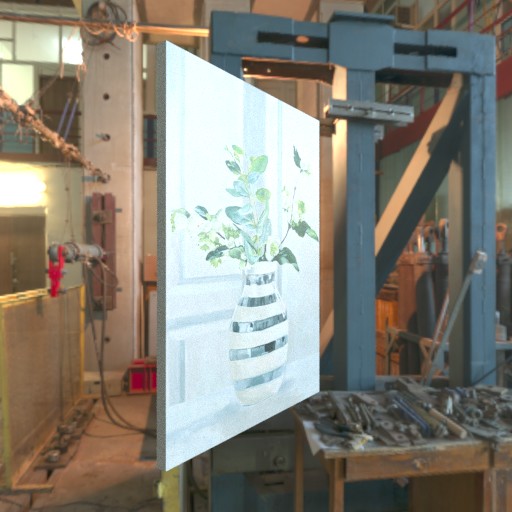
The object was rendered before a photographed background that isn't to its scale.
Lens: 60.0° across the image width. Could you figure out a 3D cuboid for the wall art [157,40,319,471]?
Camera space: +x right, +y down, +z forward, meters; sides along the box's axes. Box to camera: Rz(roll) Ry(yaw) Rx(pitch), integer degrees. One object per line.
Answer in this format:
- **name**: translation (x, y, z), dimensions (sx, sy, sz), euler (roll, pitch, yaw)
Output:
- **wall art**: translation (0.000, 0.000, 1.624), dimensions (0.038, 1.212, 0.914), euler (0, 0, 36)
